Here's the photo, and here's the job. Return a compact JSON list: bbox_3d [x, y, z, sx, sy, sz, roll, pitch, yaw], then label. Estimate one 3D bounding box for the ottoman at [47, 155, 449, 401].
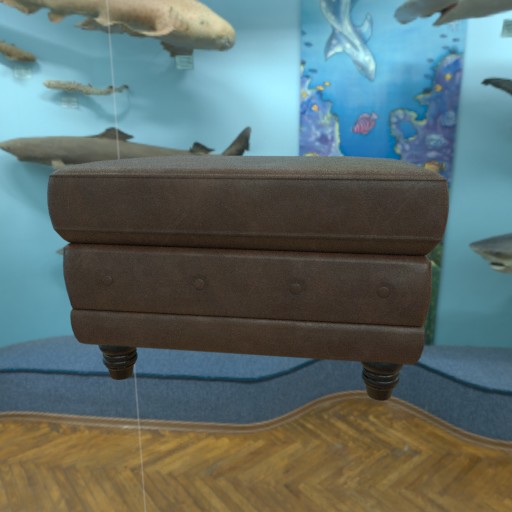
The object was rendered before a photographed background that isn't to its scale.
[{"bbox_3d":[0.000,0.000,1.170,0.795,0.509,0.588,2,15,8],"label":"ottoman"}]
